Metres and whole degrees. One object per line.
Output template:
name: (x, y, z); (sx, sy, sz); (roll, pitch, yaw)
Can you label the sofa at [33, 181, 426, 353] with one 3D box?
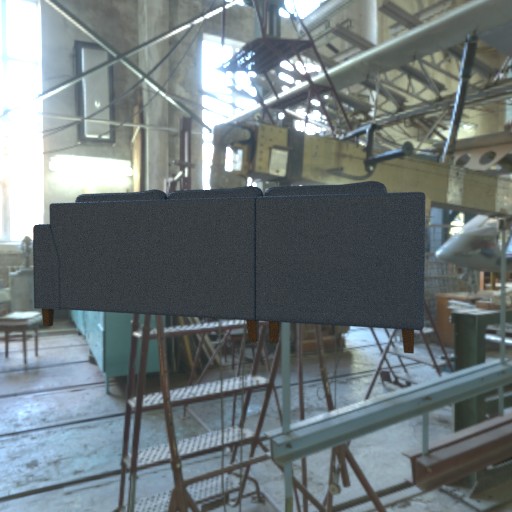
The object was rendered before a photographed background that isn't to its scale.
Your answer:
sofa: (0.000, 0.000, 3.108); (2.120, 0.787, 1.829); (1, 2, 18)
